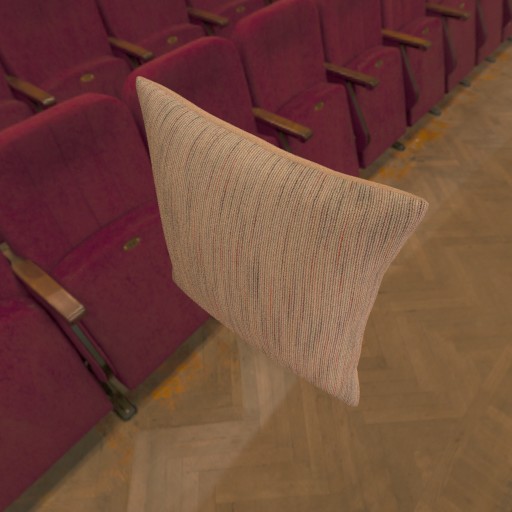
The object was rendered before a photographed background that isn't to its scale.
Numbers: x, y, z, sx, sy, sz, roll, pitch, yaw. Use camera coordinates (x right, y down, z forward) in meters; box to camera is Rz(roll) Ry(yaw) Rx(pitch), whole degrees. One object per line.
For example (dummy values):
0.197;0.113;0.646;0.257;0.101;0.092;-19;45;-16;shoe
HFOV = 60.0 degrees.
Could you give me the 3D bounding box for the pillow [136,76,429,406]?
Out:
0.000;0.000;0.790;0.512;0.506;0.178;31;54;26;pillow
